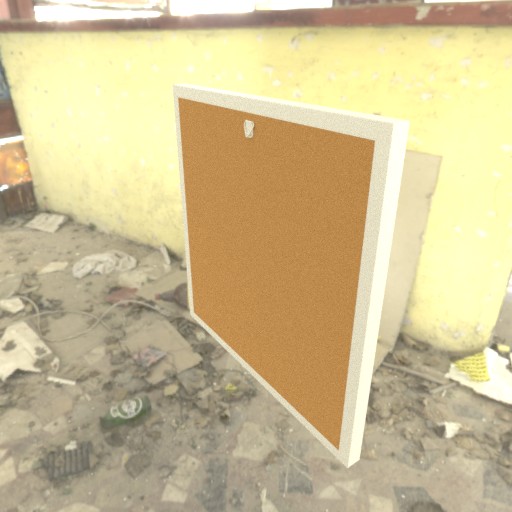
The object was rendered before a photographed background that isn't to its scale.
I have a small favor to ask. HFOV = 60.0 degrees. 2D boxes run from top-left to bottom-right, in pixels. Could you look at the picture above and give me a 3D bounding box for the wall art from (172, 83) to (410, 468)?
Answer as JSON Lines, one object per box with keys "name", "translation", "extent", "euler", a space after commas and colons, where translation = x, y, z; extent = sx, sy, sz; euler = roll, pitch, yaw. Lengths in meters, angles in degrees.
{"name": "wall art", "translation": [0.000, 0.000, 1.124], "extent": [0.050, 0.762, 0.761], "euler": [-17, 31, -31]}
